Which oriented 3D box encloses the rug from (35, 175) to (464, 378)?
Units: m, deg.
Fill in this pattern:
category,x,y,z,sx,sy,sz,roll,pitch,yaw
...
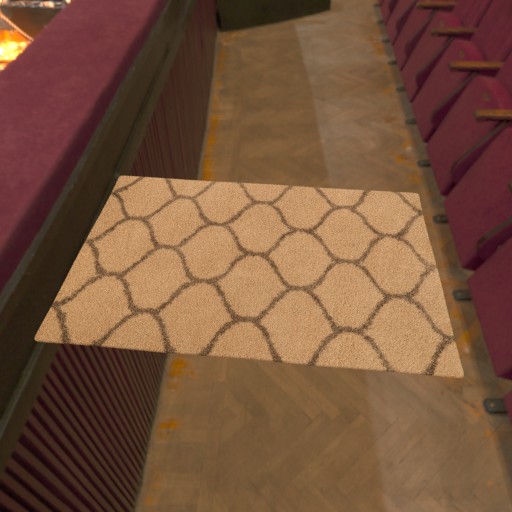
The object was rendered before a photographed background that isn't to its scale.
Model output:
category,x,y,z,sx,sy,sz,roll,pitch,yaw
rug,0.000,0.000,3.379,2.701,0.026,1.801,4,46,4
